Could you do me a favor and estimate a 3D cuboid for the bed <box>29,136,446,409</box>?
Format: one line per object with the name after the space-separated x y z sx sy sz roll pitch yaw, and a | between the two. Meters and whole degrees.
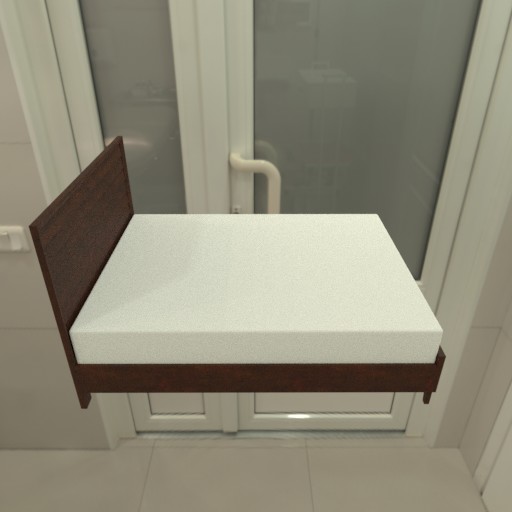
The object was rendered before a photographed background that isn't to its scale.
0.000 0.000 3.137 2.184 1.270 1.600 0 30 0 | bed
